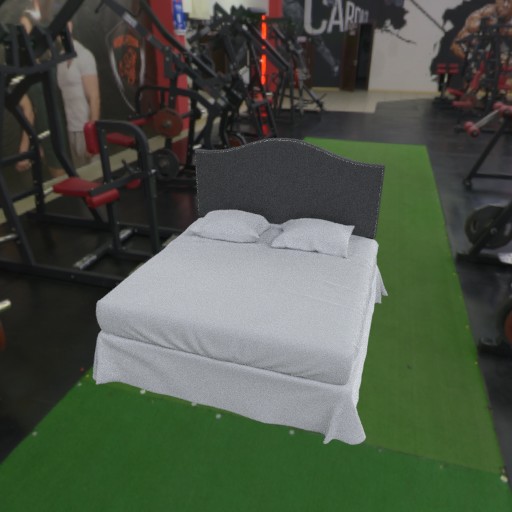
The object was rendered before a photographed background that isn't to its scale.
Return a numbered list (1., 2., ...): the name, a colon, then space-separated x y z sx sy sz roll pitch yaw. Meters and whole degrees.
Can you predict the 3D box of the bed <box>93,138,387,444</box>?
1. bed: 0.000 0.000 3.895 2.314 1.651 2.219 8 28 16
